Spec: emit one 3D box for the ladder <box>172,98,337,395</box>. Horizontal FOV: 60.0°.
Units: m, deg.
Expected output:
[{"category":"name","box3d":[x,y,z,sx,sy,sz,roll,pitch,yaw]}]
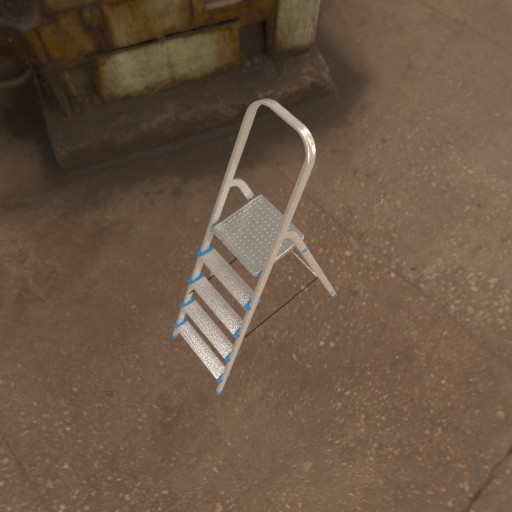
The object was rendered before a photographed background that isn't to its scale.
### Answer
[{"category":"ladder","box3d":[0.000,0.000,2.088,0.990,1.648,0.468,-37,69,-17]}]
